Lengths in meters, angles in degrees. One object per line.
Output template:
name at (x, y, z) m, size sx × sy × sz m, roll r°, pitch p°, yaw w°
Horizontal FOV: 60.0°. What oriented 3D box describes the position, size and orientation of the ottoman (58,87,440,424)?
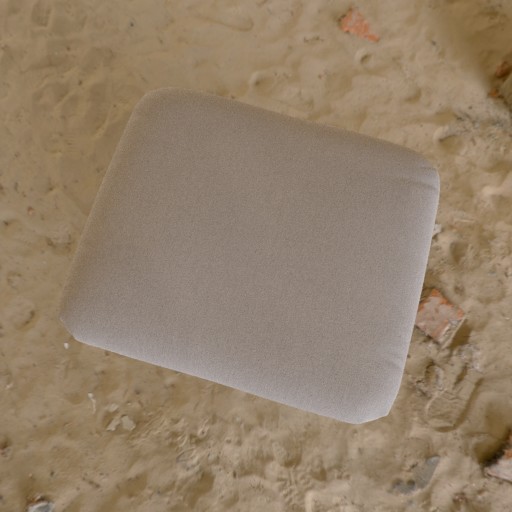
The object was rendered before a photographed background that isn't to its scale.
ottoman at (0.000, 0.000, 1.102) m, size 0.746 × 0.450 × 0.622 m, roll 16°, pitch 77°, yaw 4°
